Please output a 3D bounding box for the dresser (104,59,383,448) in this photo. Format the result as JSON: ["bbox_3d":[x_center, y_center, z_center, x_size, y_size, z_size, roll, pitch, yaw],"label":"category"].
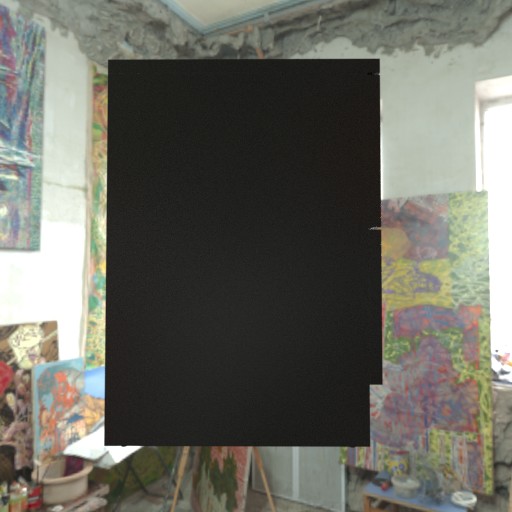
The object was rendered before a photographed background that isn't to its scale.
[{"bbox_3d":[0.000,0.000,0.735,0.360,0.470,0.400,0,-2,0],"label":"dresser"}]
